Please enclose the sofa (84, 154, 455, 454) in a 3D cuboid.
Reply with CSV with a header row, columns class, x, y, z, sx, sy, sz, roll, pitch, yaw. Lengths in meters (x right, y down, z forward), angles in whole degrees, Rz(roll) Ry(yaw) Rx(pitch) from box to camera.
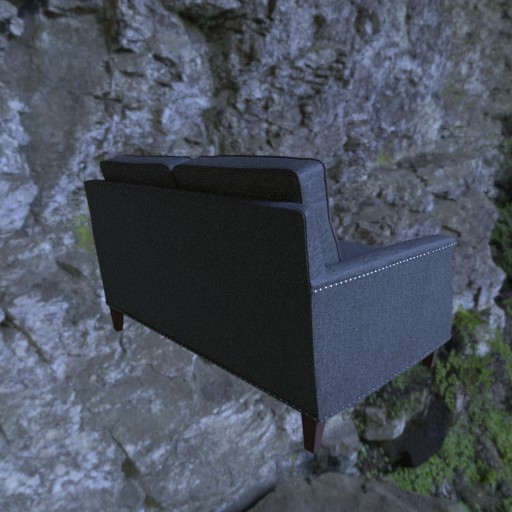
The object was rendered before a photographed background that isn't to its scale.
class,x,y,z,sx,sy,sz,roll,pitch,yaw
sofa,0.000,0.000,2.215,1.084,1.003,1.597,-13,19,-42
